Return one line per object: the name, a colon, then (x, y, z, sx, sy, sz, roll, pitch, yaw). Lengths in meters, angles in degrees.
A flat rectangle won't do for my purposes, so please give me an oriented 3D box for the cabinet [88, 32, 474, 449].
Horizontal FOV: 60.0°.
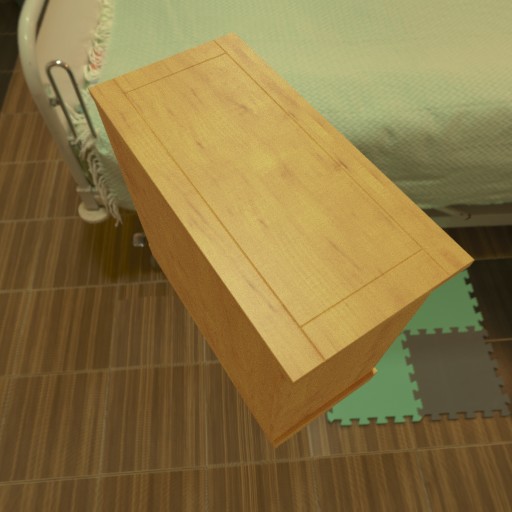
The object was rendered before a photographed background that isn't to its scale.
cabinet: (0.000, 0.000, 1.387, 0.450, 0.840, 0.920, -29, 63, -16)
